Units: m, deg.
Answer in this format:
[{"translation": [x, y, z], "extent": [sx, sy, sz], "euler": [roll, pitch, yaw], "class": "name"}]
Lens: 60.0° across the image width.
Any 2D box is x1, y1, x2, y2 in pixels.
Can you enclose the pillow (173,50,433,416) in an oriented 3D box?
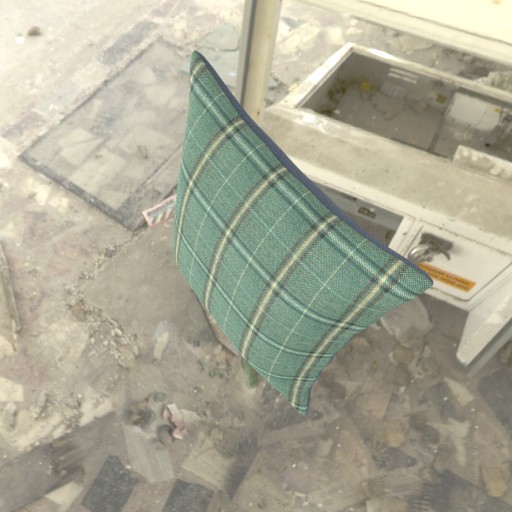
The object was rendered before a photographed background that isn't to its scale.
[{"translation": [0.000, 0.000, 0.710], "extent": [0.200, 0.430, 0.453], "euler": [-33, 66, -16], "class": "pillow"}]
